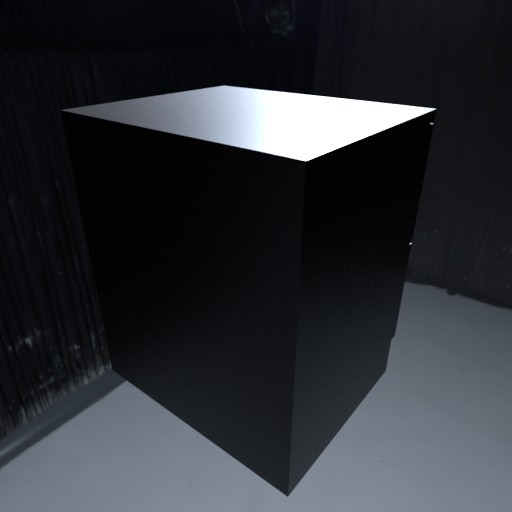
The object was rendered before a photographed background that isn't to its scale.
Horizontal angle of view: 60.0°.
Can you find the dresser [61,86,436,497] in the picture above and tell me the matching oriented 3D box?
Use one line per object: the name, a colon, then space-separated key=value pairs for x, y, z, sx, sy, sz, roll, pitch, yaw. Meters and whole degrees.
dresser: x=0.000 y=0.000 z=0.733 sx=0.400 sy=0.470 sz=0.360 roll=21 pitch=34 yaw=34
